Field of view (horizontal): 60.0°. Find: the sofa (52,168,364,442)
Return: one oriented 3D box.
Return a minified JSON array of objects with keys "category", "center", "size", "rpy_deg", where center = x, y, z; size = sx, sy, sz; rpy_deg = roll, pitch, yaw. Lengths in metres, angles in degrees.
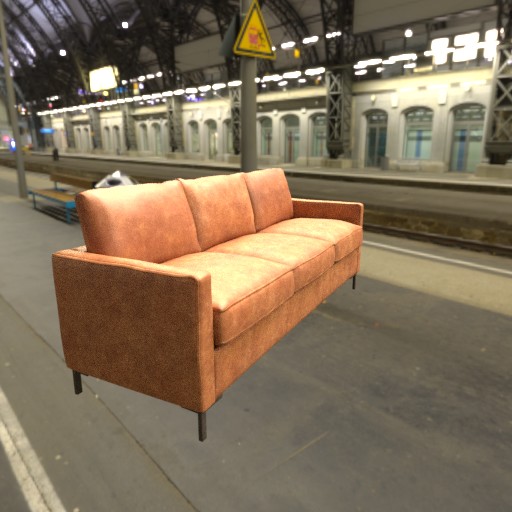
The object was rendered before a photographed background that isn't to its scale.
[{"category":"sofa","center":[0.000,0.000,2.440],"size":[0.748,0.863,2.029],"rpy_deg":[8,16,27]}]
